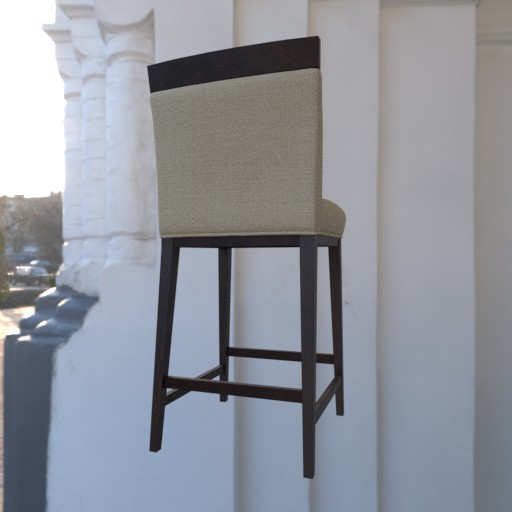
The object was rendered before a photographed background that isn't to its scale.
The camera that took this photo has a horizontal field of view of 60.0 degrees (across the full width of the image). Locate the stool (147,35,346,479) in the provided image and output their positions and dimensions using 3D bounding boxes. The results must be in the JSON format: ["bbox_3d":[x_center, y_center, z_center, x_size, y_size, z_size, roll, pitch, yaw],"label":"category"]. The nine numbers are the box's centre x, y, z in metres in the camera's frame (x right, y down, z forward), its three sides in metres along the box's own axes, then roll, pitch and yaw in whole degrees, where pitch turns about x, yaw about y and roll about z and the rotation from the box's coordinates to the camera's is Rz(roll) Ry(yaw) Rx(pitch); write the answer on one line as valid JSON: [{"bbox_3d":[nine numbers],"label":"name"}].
[{"bbox_3d":[0.000,0.000,1.419,0.511,1.117,0.531,0,-1,20],"label":"stool"}]
